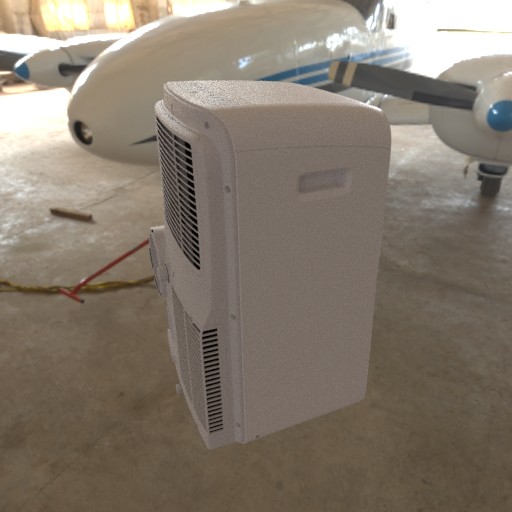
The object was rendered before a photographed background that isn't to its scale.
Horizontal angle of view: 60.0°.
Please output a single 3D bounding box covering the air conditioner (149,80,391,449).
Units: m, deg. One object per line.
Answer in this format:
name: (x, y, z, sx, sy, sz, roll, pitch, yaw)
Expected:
air conditioner: (0.000, 0.000, 1.070, 0.467, 0.765, 0.478, -10, 31, -18)
